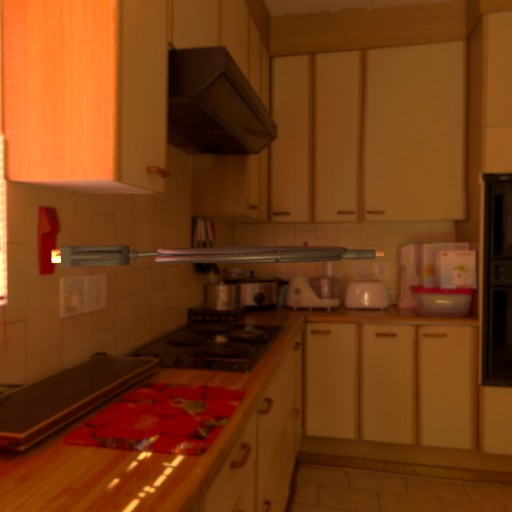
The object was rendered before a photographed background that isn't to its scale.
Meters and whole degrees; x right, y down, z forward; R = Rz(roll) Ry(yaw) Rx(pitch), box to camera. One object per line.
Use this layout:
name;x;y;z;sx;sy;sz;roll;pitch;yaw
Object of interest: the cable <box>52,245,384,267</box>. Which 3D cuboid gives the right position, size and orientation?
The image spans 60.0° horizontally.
cable;0.000;0.000;0.323;0.281;0.015;0.136;0;2;-18
